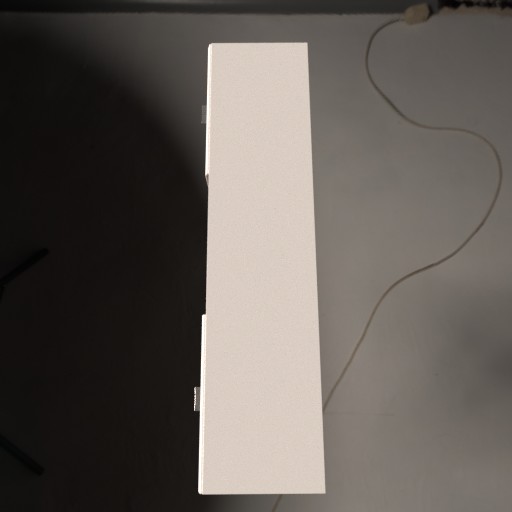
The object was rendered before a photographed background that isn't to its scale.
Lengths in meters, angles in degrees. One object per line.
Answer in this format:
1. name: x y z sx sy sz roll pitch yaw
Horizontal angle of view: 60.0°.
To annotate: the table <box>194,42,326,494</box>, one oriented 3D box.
1. table: 0.000 0.000 1.702 0.400 0.440 1.550 0 76 0
